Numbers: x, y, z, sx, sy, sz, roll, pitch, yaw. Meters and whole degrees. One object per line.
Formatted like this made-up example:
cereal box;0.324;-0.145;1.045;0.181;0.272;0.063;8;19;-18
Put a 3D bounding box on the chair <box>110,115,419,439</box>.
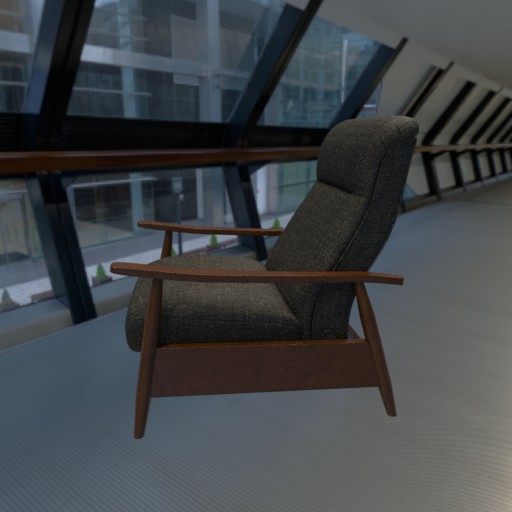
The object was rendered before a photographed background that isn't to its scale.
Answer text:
chair;0.000;0.000;1.806;1.014;1.082;0.762;-2;16;-7
